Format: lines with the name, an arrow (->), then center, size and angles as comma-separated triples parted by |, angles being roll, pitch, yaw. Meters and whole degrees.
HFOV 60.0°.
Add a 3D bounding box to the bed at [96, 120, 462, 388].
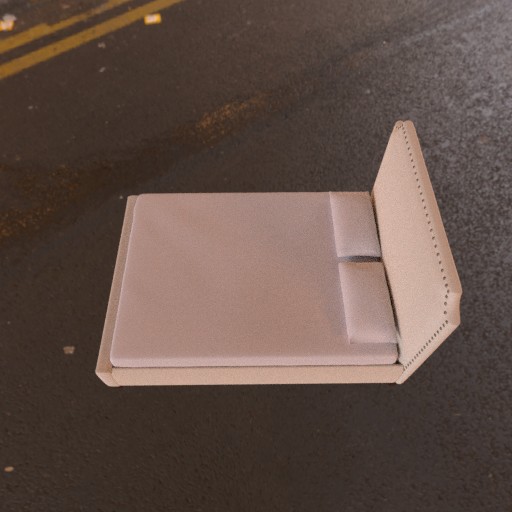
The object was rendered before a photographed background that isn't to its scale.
bed -> 0.000, 0.000, 3.463 | 2.372, 1.443, 1.712 | -1, 58, 0
